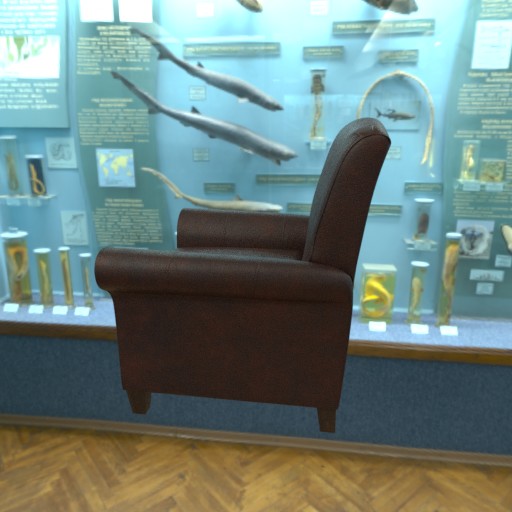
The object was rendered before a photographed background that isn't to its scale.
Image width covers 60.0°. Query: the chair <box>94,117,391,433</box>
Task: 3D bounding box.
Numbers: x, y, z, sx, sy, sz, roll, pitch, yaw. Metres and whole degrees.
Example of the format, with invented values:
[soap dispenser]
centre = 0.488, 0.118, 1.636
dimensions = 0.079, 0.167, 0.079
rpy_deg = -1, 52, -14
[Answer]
[chair]
centre = 0.000, 0.000, 1.790
dimensions = 0.902, 1.061, 0.978
rpy_deg = 2, 15, 8
